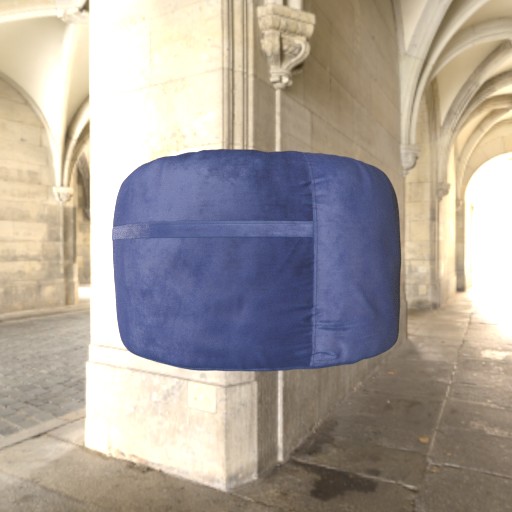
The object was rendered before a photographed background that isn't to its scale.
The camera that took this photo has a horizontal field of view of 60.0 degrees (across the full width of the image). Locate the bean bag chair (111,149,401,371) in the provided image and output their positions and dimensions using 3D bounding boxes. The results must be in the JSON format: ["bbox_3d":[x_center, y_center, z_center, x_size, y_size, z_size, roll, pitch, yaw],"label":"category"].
[{"bbox_3d":[0.000,0.000,1.967,1.219,0.762,1.219,0,1,0],"label":"bean bag chair"}]
